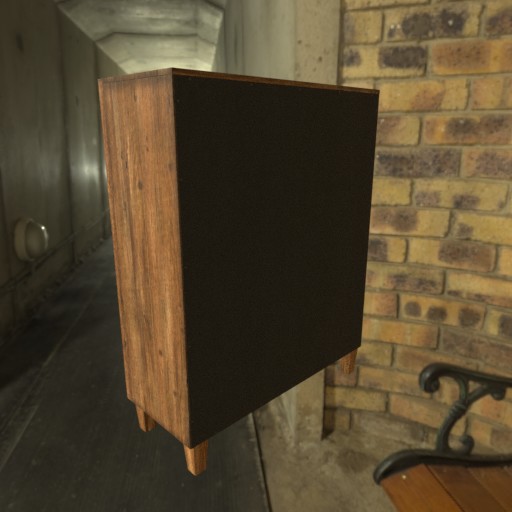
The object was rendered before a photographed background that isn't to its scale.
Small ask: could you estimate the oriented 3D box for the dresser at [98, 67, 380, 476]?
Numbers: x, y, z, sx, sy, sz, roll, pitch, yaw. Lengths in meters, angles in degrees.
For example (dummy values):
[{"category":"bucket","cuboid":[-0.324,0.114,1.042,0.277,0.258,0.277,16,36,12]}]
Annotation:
[{"category":"dresser","cuboid":[0.000,0.000,1.884,1.067,1.359,0.438,-15,22,-42]}]
